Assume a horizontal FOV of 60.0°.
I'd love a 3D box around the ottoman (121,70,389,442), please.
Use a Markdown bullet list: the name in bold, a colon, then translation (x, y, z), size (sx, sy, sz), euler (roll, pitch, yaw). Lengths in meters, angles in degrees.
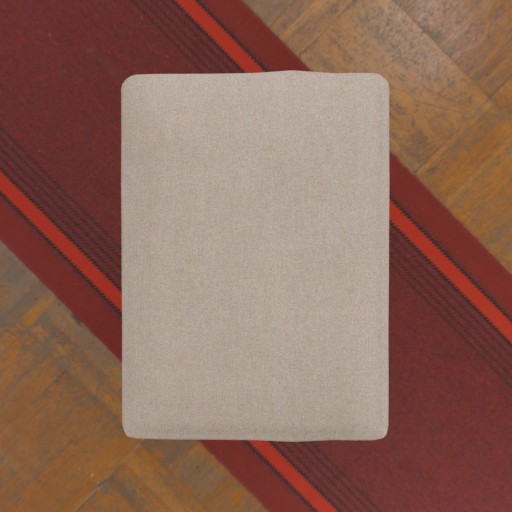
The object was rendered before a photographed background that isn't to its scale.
- **ottoman**: translation (0.000, 0.000, 1.209), size (0.617, 0.503, 0.846), euler (0, 91, 1)
